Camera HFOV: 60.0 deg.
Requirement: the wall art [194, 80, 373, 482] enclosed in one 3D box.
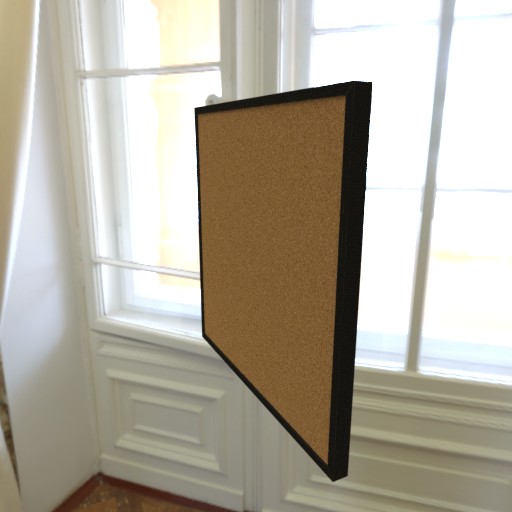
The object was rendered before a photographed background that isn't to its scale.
[{"bbox_3d":[0.000,0.000,1.133,0.037,0.761,0.761,-7,17,-26],"label":"wall art"}]
